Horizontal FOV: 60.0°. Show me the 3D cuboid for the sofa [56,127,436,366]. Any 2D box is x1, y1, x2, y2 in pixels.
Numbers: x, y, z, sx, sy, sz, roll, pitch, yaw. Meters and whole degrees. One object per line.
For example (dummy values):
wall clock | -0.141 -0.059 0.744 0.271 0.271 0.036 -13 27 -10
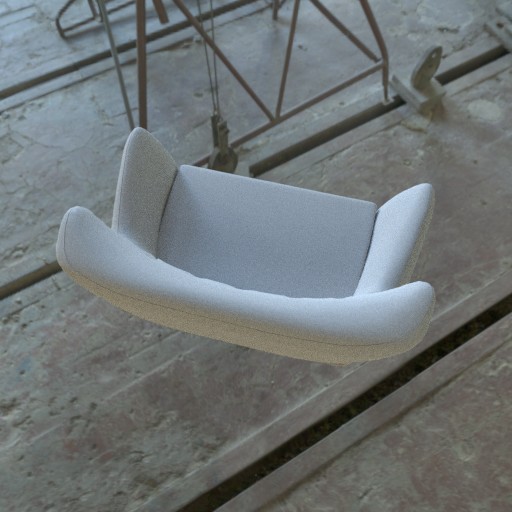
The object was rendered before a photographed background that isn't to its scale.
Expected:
sofa | 0.000 0.000 1.987 1.424 0.878 0.921 12 64 6
